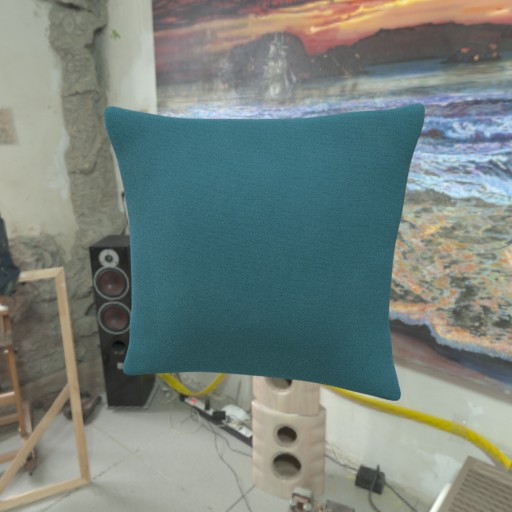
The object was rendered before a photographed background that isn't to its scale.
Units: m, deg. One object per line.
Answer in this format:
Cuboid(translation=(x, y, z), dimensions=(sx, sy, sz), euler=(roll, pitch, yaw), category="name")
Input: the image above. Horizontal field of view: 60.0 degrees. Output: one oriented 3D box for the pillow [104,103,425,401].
Cuboid(translation=(0.000, 0.000, 0.641), dimensions=(0.433, 0.415, 0.151), euler=(3, 15, 10), category="pillow")
